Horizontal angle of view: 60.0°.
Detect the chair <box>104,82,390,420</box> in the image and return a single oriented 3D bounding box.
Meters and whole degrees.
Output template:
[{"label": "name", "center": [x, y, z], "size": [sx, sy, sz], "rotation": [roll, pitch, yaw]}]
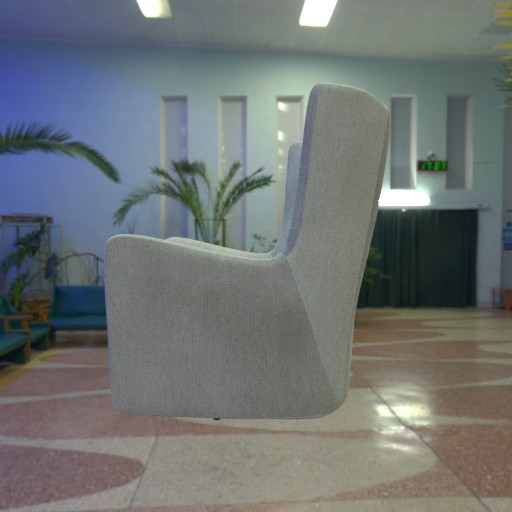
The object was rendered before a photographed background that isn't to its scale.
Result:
[{"label": "chair", "center": [0.000, 0.000, 1.632], "size": [0.904, 1.000, 0.779], "rotation": [0, 2, 0]}]
